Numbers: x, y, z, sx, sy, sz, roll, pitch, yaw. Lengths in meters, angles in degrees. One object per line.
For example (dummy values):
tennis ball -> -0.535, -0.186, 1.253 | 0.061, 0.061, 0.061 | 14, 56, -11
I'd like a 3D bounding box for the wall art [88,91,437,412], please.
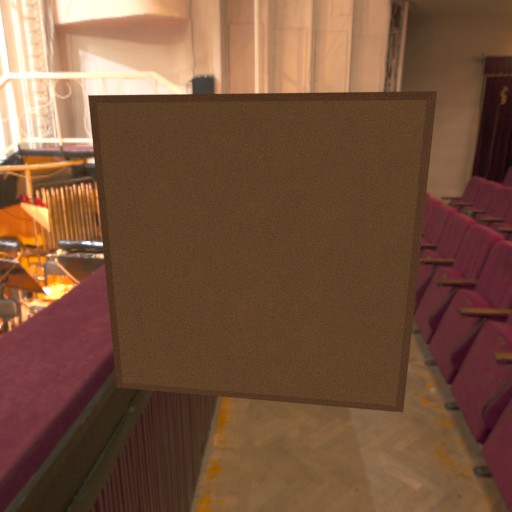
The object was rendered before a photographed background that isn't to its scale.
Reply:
wall art -> 0.000, 0.000, 0.443 | 0.304, 0.303, 0.038 | 2, 16, 8
